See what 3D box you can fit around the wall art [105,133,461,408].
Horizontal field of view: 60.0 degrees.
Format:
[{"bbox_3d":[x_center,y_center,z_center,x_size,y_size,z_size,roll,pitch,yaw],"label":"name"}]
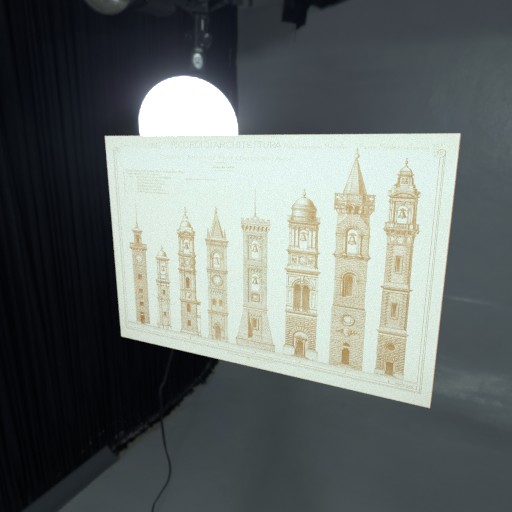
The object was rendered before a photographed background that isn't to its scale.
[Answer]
[{"bbox_3d":[0.000,0.000,0.774,0.609,0.407,0.039,7,16,24],"label":"wall art"}]
